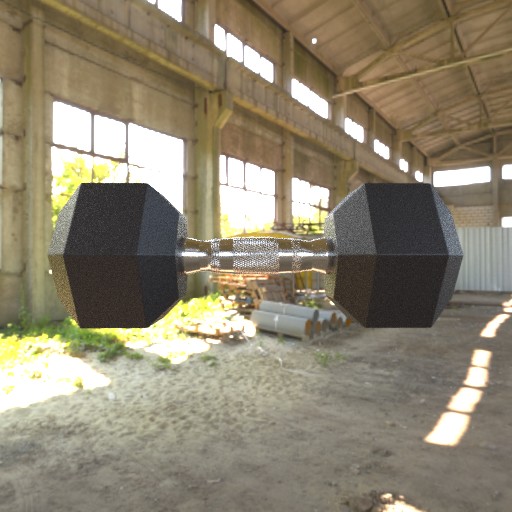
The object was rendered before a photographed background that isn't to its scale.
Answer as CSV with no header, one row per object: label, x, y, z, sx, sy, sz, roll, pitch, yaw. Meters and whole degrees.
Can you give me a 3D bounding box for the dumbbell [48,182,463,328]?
dumbbell,0.000,0.000,0.375,0.315,0.113,0.129,0,-1,-1
